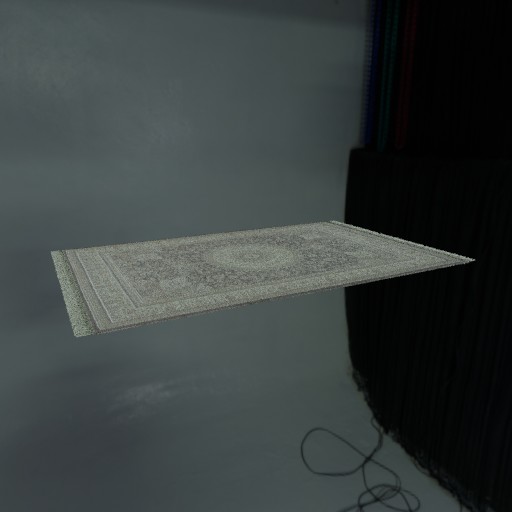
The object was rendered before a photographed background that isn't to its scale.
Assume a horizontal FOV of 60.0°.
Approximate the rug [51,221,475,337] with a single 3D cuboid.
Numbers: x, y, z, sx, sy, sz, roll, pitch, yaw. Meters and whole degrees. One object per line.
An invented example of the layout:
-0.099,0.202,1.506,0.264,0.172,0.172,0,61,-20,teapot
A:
0.000,0.000,2.984,2.440,0.010,1.528,-8,17,-26,rug
